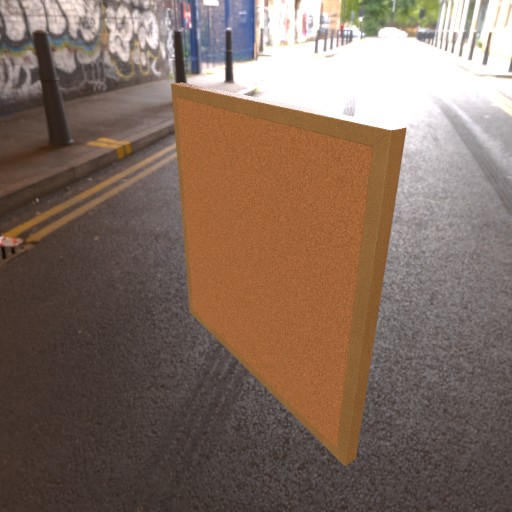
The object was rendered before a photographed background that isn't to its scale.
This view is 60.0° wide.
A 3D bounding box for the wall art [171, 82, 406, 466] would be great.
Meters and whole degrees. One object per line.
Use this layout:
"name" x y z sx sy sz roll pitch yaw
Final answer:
"wall art" 0.000 0.000 1.134 0.037 0.763 0.763 -18 32 -31
